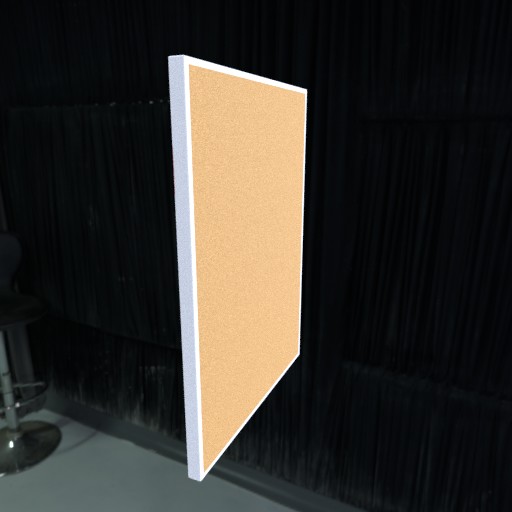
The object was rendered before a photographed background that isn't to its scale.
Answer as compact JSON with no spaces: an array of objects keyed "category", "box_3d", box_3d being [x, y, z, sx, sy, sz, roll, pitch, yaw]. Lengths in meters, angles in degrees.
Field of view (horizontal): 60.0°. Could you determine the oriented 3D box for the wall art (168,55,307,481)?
[{"category":"wall art","box_3d":[0.000,0.000,1.621,0.046,1.221,0.914,7,17,24]}]
